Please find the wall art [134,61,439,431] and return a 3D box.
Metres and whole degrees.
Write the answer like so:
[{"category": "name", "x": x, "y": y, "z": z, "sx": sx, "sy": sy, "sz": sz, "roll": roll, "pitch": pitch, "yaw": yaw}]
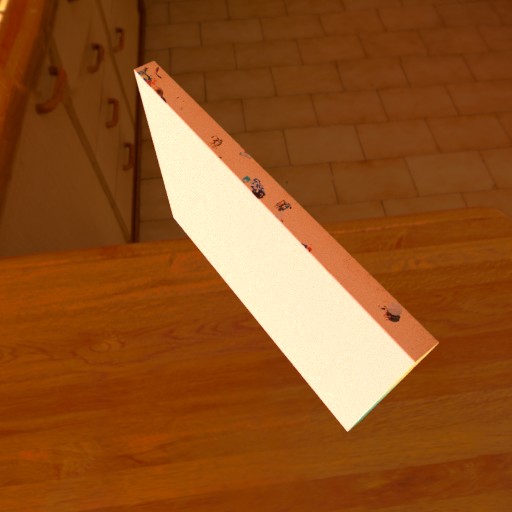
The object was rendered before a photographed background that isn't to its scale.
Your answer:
[{"category": "wall art", "x": 0.000, "y": 0.000, "z": 0.773, "sx": 0.039, "sy": 0.406, "sz": 0.609, "roll": -33, "pitch": 64, "yaw": -18}]
